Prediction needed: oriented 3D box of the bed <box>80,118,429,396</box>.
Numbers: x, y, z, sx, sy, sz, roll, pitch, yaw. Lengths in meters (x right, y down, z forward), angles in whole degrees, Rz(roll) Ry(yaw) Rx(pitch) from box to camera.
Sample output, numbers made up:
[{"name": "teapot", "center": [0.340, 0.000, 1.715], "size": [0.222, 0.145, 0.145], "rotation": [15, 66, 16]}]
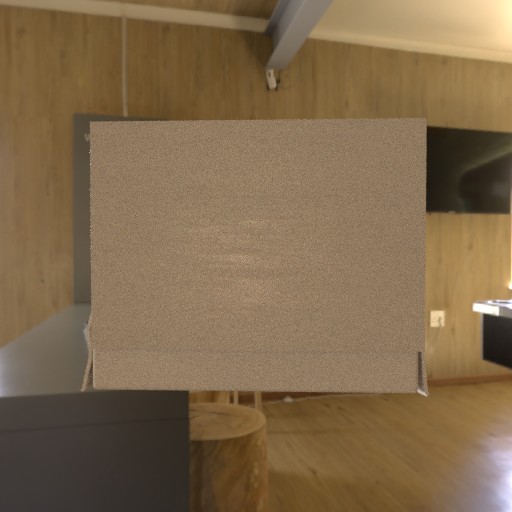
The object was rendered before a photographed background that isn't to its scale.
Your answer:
[{"name": "bed", "center": [0.000, 0.000, 3.167], "size": [1.745, 1.335, 2.094], "rotation": [0, 1, 2]}]
